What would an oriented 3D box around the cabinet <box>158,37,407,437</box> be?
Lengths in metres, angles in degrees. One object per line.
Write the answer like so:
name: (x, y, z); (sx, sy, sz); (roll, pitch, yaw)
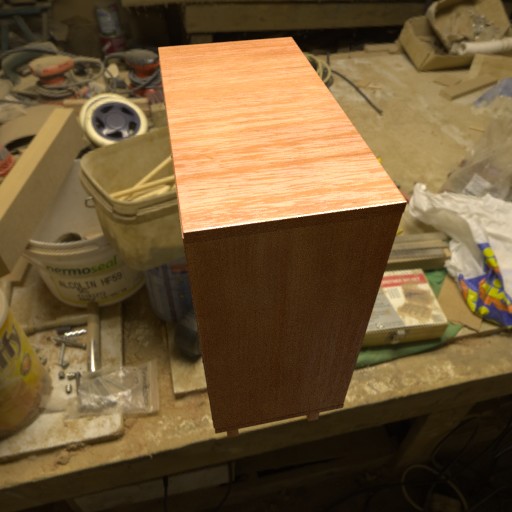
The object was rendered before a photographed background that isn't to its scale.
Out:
cabinet: (0.000, 0.000, 1.389); (0.419, 1.001, 0.800); (-8, 46, -8)
